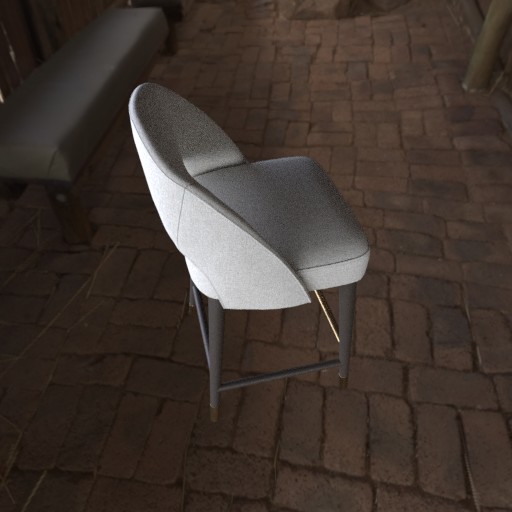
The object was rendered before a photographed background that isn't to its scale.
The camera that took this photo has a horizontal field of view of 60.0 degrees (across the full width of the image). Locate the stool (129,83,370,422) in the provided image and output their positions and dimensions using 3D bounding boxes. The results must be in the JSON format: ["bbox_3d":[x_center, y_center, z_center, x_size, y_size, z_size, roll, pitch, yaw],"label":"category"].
[{"bbox_3d":[0.000,0.000,1.233,0.509,0.940,0.494,-11,47,-10],"label":"stool"}]
